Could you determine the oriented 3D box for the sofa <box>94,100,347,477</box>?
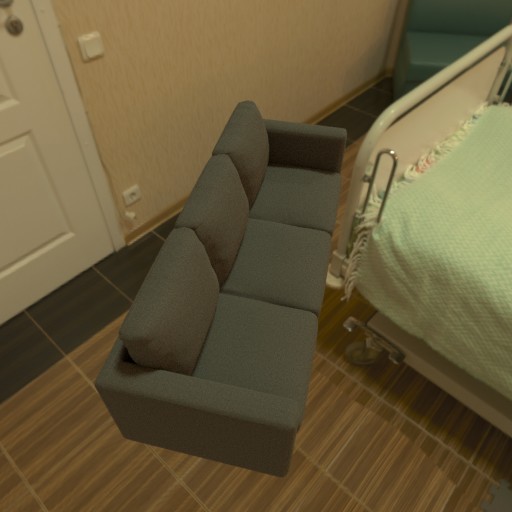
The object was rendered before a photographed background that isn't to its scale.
[{"bbox_3d":[0.000,0.000,2.452,0.802,0.912,2.029,10,48,9],"label":"sofa"}]
